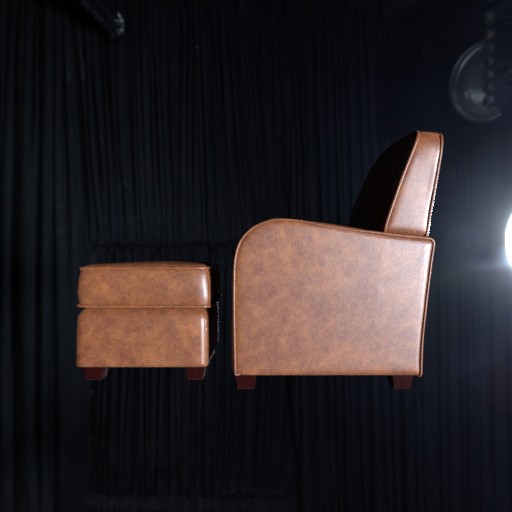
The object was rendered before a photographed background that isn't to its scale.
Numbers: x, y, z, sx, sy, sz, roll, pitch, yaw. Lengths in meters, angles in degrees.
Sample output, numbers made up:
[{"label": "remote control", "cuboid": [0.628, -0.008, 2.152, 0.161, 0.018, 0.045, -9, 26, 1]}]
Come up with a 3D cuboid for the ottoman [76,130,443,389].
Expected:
[{"label": "ottoman", "cuboid": [0.000, 0.000, 1.840, 1.314, 0.904, 0.732, 0, 0, 0]}]
